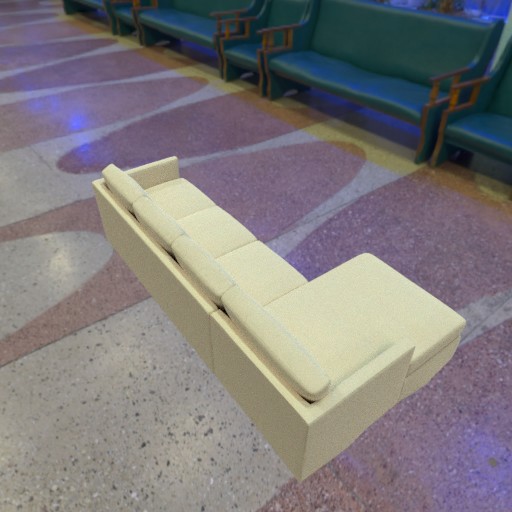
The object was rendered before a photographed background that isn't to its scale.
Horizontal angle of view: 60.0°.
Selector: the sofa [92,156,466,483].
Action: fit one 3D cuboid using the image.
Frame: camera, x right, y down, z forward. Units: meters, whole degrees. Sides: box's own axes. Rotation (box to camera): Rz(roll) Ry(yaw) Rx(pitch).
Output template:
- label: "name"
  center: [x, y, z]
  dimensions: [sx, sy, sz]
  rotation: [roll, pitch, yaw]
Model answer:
- label: "sofa"
  center: [0.000, 0.000, 3.891]
  dimensions: [1.650, 0.922, 3.205]
  rotation: [-26, 46, -27]
